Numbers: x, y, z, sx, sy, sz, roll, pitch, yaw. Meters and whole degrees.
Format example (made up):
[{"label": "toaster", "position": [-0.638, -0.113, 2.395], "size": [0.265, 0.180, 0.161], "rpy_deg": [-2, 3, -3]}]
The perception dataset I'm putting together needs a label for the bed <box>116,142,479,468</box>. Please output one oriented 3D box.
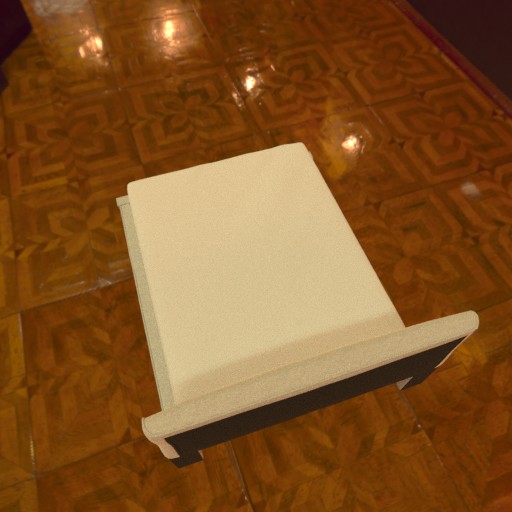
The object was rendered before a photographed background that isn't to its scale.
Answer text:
[{"label": "bed", "position": [0.000, 0.000, 3.456], "size": [1.980, 1.126, 2.498], "rpy_deg": [-15, 59, -10]}]
